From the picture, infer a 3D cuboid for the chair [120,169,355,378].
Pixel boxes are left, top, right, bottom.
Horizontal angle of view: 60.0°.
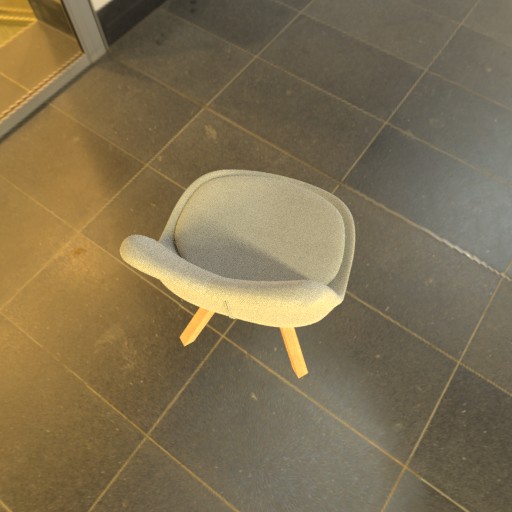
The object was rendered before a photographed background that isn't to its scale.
[{"bbox_3d":[0.000,0.000,1.143,0.474,0.863,0.549,15,65,7],"label":"chair"}]
